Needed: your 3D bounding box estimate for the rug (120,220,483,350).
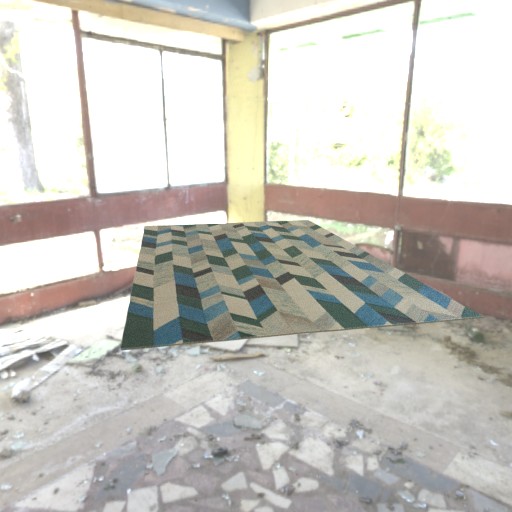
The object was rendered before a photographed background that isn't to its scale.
[{"bbox_3d":[0.000,0.000,2.892,1.507,0.007,2.433,-3,15,-11],"label":"rug"}]
